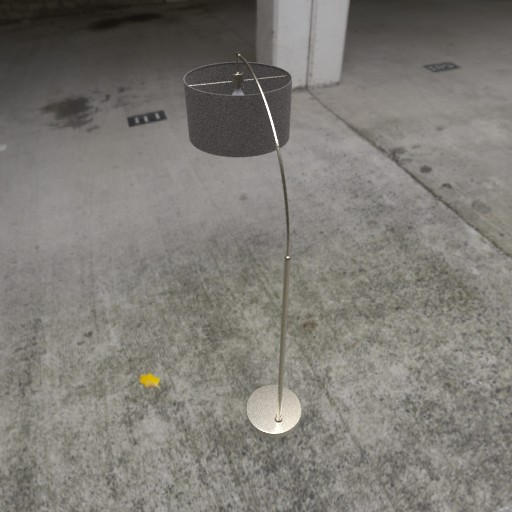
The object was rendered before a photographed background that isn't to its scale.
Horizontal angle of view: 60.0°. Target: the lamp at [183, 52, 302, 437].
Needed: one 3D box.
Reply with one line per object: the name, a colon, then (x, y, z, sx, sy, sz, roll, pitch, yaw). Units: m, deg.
lamp: (0.000, 0.000, 2.154, 0.452, 1.735, 0.934, -12, 40, -14)
